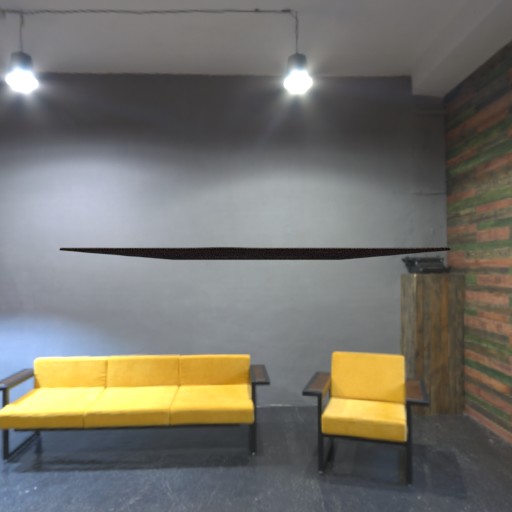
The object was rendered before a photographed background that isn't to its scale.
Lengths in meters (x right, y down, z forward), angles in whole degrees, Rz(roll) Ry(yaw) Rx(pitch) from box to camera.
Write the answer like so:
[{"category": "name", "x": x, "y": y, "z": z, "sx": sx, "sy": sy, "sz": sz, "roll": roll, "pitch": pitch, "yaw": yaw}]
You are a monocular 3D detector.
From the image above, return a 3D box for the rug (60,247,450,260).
[{"category": "rug", "x": 0.000, "y": 0.000, "z": 2.264, "sx": 1.207, "sy": 0.012, "sz": 1.820, "roll": 0, "pitch": -1, "yaw": 0}]
